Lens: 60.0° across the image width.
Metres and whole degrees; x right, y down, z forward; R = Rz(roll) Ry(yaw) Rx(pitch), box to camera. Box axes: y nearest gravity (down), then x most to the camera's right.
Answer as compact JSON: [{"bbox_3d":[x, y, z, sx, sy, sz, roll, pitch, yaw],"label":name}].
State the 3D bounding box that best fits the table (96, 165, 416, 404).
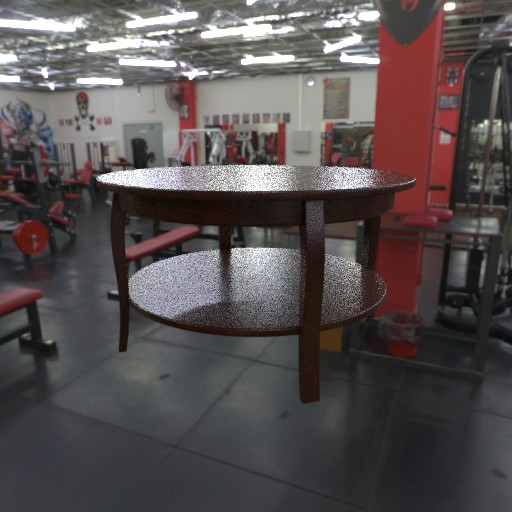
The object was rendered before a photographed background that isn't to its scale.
[{"bbox_3d":[0.000,0.000,1.401,0.911,0.512,0.911,0,15,0],"label":"table"}]
